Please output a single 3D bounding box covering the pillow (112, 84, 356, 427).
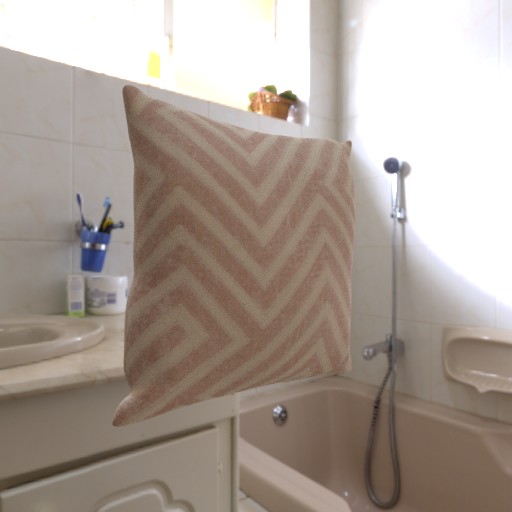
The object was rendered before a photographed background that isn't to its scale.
[{"bbox_3d":[0.000,0.000,0.688,0.440,0.441,0.182,0,-1,-36],"label":"pillow"}]
